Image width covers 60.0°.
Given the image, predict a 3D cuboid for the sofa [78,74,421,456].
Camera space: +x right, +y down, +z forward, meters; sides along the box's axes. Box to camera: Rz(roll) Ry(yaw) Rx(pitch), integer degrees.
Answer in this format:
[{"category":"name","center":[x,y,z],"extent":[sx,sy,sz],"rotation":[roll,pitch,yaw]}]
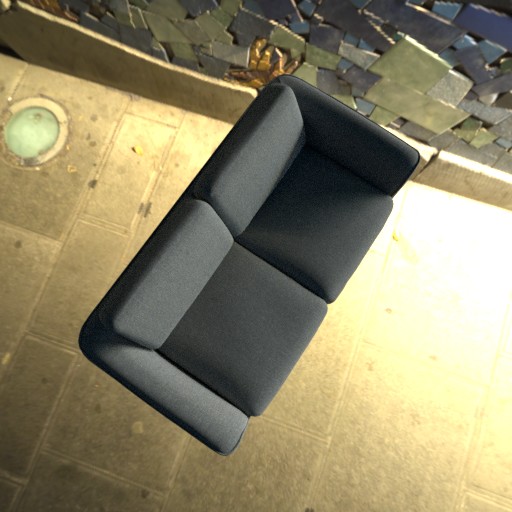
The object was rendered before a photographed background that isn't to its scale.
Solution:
[{"category":"sofa","center":[0.000,0.000,2.236],"extent":[0.920,0.870,1.700],"rotation":[33,79,7]}]
